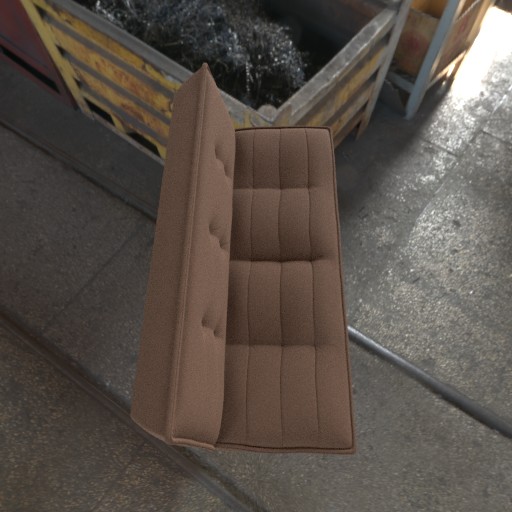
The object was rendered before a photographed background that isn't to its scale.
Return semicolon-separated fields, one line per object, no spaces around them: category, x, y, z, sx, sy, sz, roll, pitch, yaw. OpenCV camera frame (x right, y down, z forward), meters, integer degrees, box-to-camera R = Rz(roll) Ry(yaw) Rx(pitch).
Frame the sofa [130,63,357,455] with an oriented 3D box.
sofa;0.000;0.000;2.387;0.950;0.890;1.940;1;63;0
